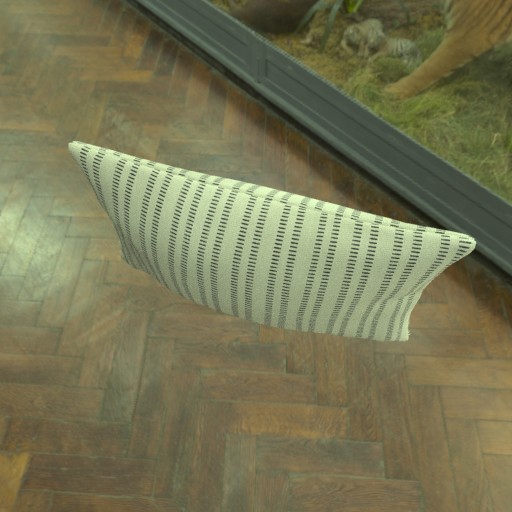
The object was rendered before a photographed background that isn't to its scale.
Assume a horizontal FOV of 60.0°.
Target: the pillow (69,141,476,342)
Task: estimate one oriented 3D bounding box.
[{"bbox_3d":[0.000,0.000,0.796,0.640,0.353,0.210,15,59,9],"label":"pillow"}]
